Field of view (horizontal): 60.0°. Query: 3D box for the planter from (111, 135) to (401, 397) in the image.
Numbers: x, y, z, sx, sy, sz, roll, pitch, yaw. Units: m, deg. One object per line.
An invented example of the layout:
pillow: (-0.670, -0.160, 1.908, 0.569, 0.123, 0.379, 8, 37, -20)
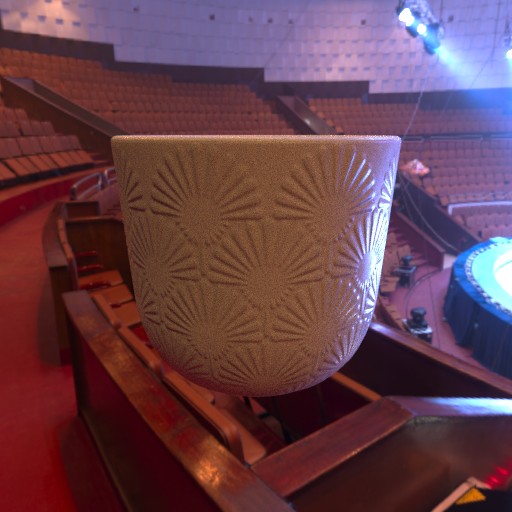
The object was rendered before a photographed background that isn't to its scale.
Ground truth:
planter: (0.000, 0.000, 0.291, 0.170, 0.152, 0.170, 0, 15, 0)
